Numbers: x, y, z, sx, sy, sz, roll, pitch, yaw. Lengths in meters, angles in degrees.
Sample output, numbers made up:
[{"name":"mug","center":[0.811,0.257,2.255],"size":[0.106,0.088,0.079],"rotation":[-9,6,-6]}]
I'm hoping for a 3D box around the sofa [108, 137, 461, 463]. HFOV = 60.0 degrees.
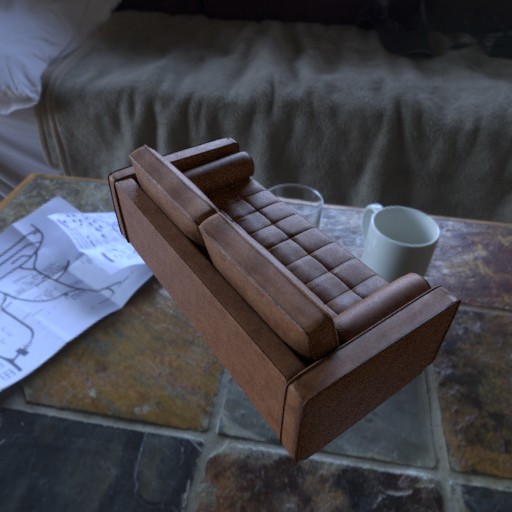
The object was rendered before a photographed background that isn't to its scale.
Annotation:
[{"name":"sofa","center":[0.000,0.000,2.461],"size":[0.924,0.825,1.920],"rotation":[-25,47,-25]}]
